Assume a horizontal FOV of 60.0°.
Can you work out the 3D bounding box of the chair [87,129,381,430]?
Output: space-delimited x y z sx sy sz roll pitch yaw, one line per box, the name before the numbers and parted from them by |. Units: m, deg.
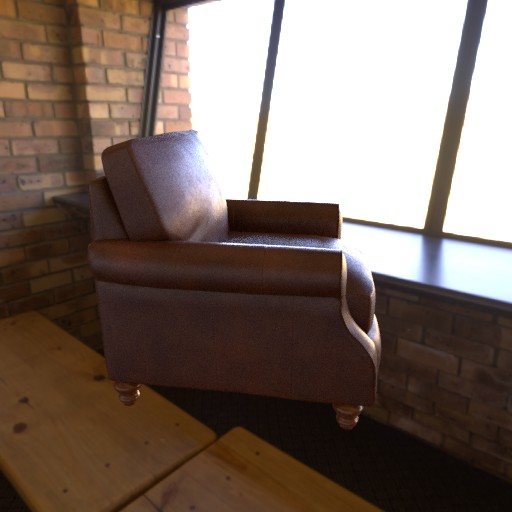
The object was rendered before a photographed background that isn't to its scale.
chair | 0.000 0.000 1.791 0.992 0.972 0.989 3 17 9
